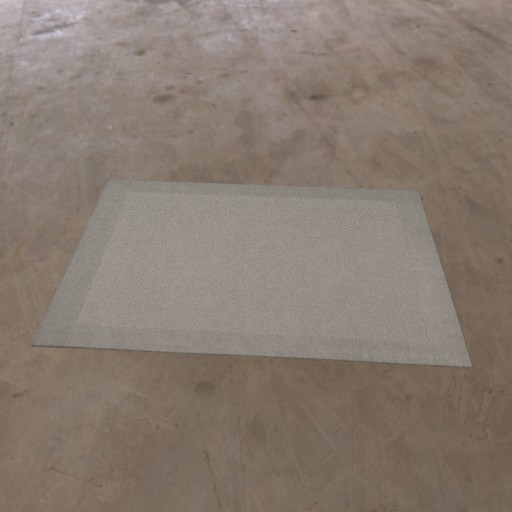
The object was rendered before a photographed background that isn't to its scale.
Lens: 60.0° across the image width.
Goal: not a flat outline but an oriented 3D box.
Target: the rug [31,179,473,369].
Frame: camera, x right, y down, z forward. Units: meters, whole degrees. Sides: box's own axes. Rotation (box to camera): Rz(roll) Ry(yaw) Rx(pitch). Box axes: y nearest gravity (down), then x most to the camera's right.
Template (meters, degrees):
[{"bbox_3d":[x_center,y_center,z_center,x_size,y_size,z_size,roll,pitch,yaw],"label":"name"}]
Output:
[{"bbox_3d":[0.000,0.000,2.953,2.438,0.014,1.524,2,47,2],"label":"rug"}]
